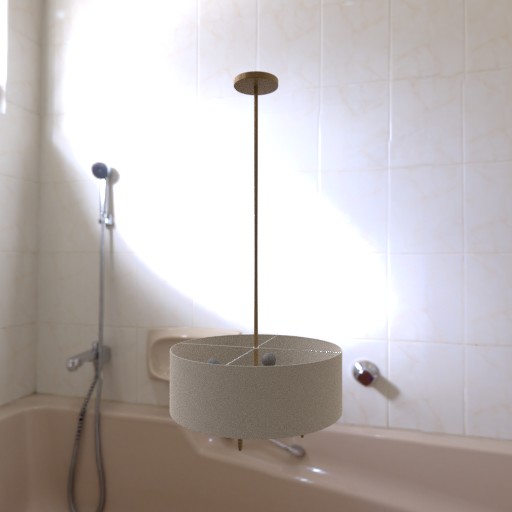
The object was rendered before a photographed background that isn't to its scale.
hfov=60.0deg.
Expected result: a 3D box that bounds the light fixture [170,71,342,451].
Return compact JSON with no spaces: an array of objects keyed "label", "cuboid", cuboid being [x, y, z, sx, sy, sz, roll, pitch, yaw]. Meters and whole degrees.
[{"label":"light fixture","cuboid":[0.000,0.000,1.337,0.508,1.067,0.508,0,-1,0]}]
